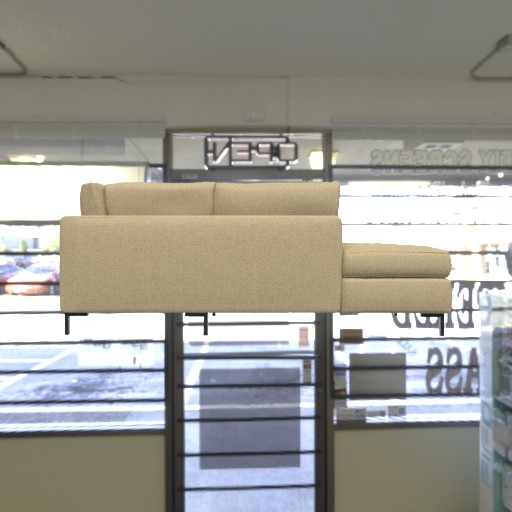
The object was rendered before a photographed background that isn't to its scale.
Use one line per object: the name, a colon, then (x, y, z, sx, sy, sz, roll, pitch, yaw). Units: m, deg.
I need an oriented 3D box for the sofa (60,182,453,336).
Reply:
sofa: (0.000, 0.000, 3.436, 1.879, 0.756, 2.737, 0, 0, 0)
